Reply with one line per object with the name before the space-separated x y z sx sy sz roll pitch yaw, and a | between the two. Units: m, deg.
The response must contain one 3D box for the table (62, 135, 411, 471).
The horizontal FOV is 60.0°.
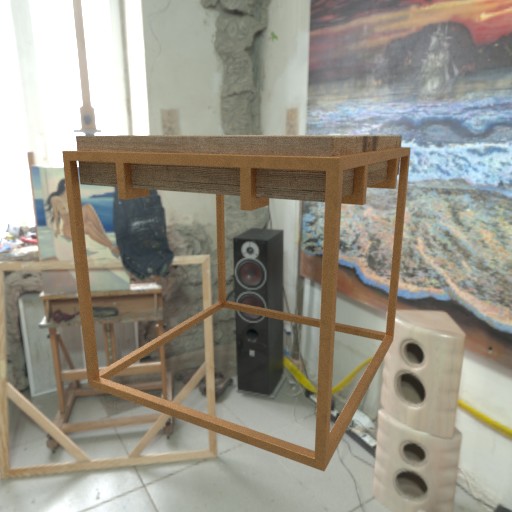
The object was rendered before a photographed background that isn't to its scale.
table | 0.000 0.000 1.112 0.599 0.584 0.599 8 17 27
